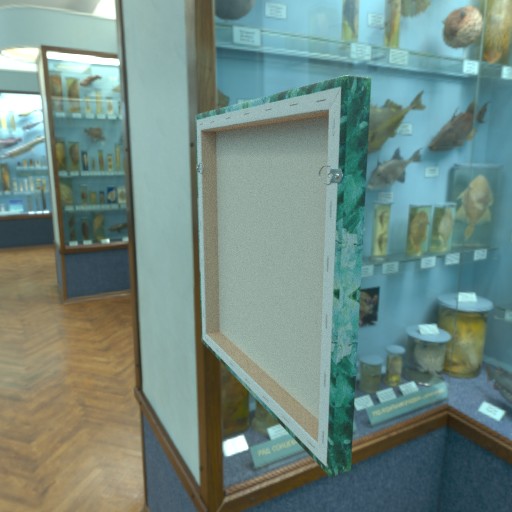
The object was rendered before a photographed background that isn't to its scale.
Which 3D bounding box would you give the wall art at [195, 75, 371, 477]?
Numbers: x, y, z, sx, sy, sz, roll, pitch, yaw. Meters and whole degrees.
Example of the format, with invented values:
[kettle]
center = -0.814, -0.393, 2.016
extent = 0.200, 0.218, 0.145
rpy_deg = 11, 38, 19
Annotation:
[wall art]
center = 0.000, 0.000, 0.764
extent = 0.038, 0.508, 0.507
rpy_deg = -6, 14, -26
